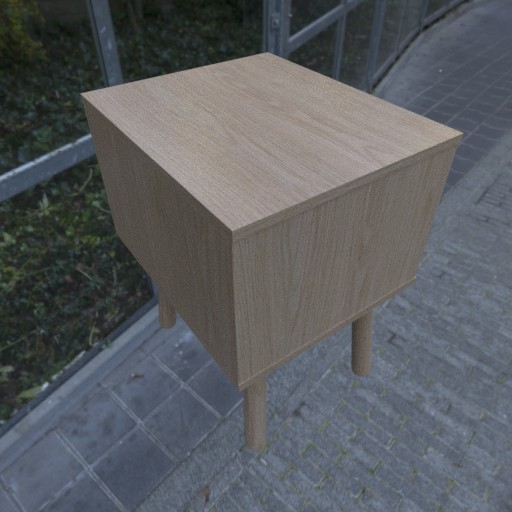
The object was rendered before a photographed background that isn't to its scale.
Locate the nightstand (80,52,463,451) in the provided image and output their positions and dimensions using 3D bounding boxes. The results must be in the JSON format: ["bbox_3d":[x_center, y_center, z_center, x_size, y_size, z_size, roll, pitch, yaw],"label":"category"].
[{"bbox_3d":[0.000,0.000,0.851,0.380,0.571,0.450,-25,47,-26],"label":"nightstand"}]
